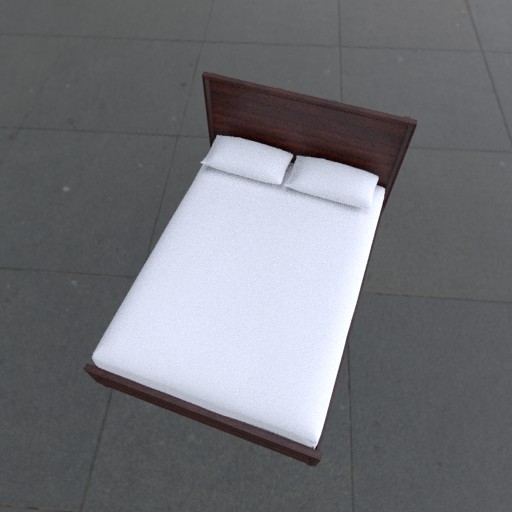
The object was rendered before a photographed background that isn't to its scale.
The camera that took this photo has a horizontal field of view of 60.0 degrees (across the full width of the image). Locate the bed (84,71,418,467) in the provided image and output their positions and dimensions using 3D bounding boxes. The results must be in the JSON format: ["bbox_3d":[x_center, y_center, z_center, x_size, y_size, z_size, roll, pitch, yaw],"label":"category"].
[{"bbox_3d":[0.000,0.000,4.006,2.040,1.492,2.803,17,59,11],"label":"bed"}]
